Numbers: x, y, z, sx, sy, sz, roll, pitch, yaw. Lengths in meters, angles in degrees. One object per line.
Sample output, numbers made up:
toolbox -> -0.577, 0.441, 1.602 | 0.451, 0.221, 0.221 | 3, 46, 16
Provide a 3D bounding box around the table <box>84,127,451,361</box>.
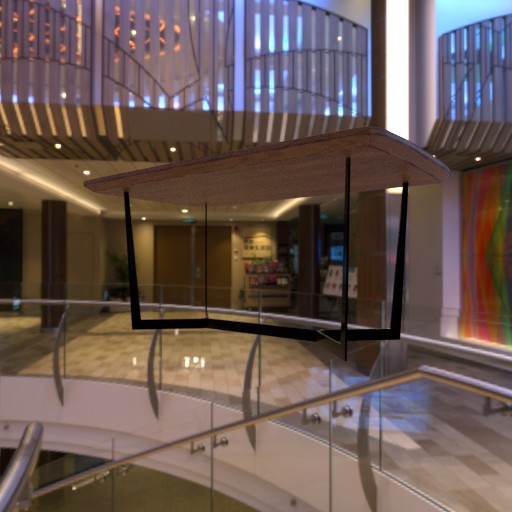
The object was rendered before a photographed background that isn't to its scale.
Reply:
table -> 0.000, 0.000, 2.167 | 1.643, 0.765, 0.949 | -1, -1, 37
